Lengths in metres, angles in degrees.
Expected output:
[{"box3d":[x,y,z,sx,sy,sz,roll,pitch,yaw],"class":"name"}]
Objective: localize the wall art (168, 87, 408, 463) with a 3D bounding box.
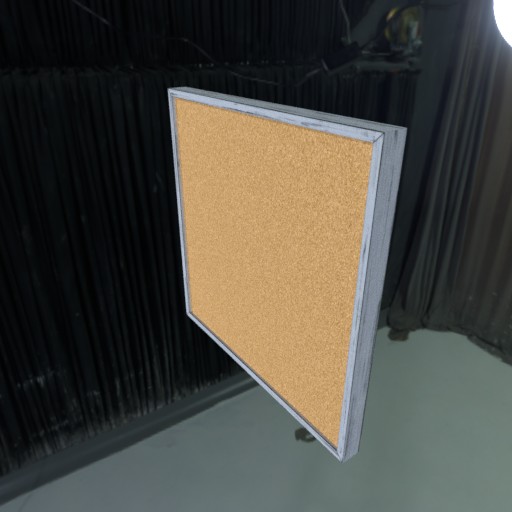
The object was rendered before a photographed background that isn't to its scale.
[{"box3d":[0.000,0.000,0.767,0.038,0.506,0.506,-18,32,-32],"class":"wall art"}]
